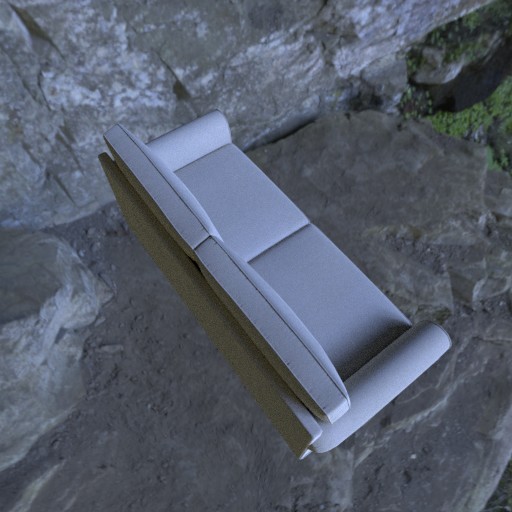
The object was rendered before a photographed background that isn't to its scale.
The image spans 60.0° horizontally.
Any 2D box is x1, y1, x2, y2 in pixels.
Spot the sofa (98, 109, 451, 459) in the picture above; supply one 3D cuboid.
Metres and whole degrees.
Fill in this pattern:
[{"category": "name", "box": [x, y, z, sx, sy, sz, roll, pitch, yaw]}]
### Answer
[{"category": "sofa", "box": [0.000, 0.000, 2.634, 0.901, 0.962, 2.146, -33, 64, -18]}]
